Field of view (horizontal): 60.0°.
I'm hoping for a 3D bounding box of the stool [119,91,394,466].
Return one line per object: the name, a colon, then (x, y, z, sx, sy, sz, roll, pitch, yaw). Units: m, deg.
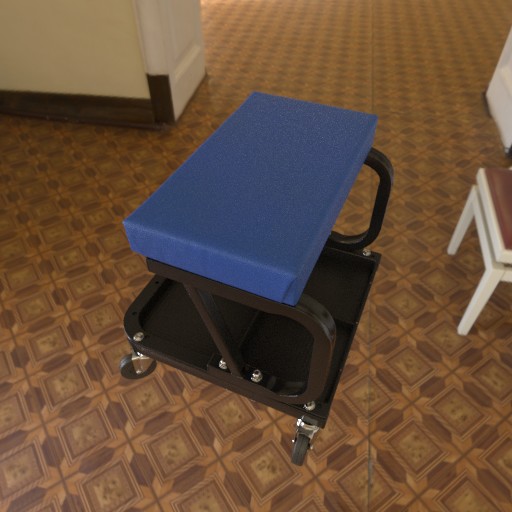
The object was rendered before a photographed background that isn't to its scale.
stool: (0.000, 0.000, 0.725, 0.371, 0.380, 0.446, 17, 47, 17)
